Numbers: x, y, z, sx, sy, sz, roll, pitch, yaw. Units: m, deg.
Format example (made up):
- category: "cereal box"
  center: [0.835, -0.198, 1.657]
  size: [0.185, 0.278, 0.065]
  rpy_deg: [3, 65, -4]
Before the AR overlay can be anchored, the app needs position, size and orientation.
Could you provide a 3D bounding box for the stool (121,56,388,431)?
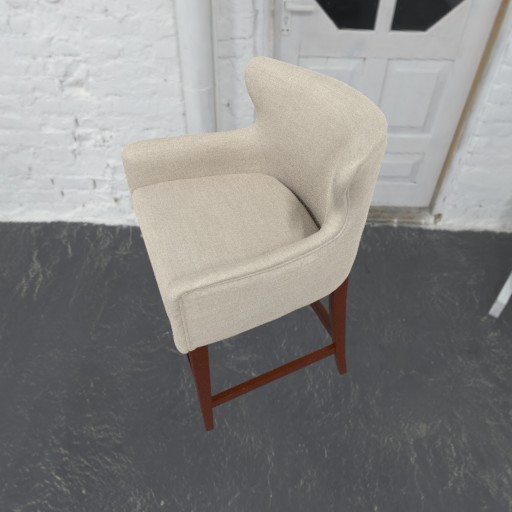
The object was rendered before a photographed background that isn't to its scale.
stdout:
- category: "stool"
  center: [0.000, 0.000, 1.388]
  size: [0.637, 0.987, 0.615]
  rpy_deg: [-16, 47, -15]
